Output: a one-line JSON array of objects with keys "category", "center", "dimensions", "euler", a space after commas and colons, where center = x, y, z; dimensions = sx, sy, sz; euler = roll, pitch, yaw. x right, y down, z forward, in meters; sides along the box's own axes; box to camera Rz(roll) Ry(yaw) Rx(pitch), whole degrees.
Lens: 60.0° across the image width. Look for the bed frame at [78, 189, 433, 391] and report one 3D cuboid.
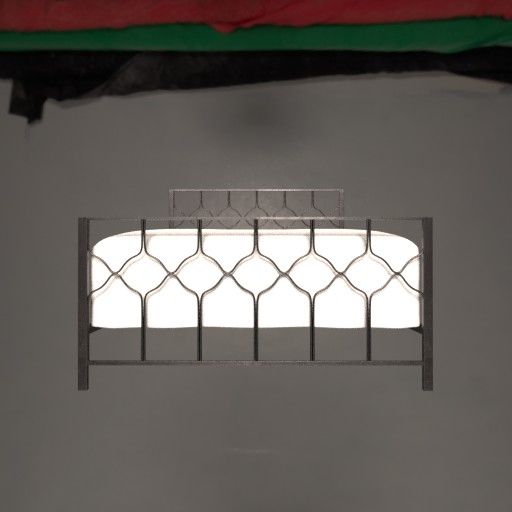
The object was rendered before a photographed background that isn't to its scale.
[{"category": "bed frame", "center": [0.000, 0.000, 3.028], "dimensions": [1.597, 1.222, 2.063], "euler": [0, 0, 0]}]
